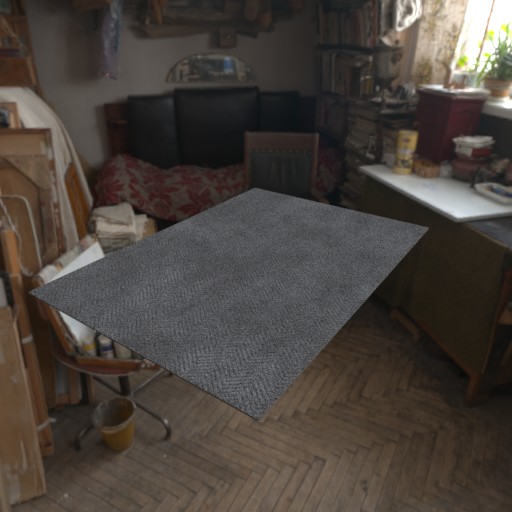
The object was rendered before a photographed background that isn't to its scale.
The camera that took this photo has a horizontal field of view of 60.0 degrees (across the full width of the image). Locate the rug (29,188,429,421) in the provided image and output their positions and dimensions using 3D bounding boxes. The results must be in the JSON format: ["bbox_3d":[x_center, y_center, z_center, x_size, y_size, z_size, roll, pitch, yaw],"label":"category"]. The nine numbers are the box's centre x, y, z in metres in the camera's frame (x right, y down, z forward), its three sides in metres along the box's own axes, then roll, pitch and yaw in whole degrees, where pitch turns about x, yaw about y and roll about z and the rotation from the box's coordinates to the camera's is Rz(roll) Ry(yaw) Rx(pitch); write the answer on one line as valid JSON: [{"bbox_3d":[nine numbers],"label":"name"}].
[{"bbox_3d":[0.000,0.000,2.922,1.600,0.008,2.235,18,32,31],"label":"rug"}]
